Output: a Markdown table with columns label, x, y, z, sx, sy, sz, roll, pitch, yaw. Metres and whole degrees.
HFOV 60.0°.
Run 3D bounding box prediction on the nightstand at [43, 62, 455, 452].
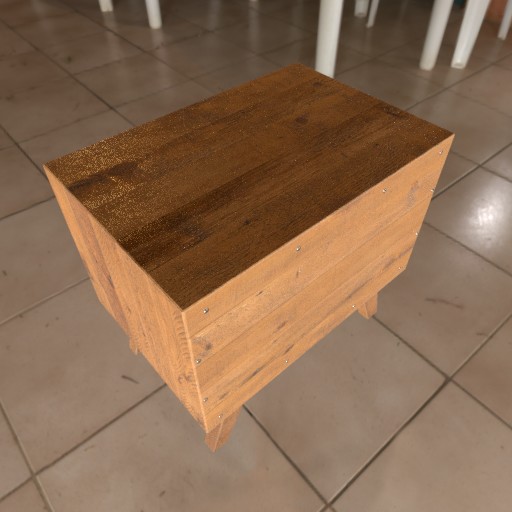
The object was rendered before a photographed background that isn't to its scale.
| label | x | y | z | sx | sy | sz | roll | pitch | yaw |
| --- | --- | --- | --- | --- | --- | --- | --- | --- | --- |
| nightstand | 0.000 | 0.000 | 1.054 | 0.650 | 0.599 | 0.450 | -33 | 55 | -27 |
